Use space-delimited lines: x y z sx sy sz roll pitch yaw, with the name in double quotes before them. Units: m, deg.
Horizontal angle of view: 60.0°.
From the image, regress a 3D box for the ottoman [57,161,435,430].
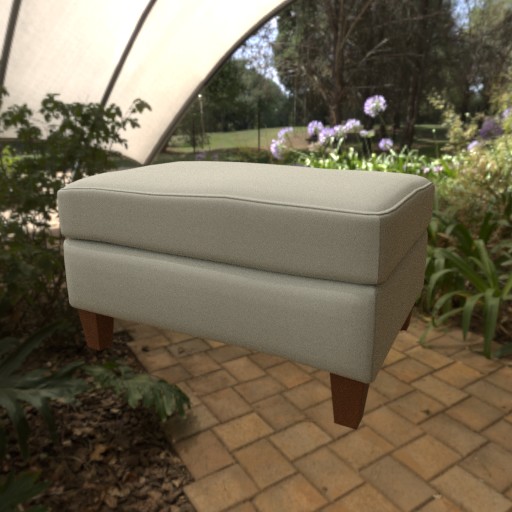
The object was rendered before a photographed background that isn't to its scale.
"ottoman" 0.000 0.000 1.208 0.818 0.496 0.634 8 17 27
